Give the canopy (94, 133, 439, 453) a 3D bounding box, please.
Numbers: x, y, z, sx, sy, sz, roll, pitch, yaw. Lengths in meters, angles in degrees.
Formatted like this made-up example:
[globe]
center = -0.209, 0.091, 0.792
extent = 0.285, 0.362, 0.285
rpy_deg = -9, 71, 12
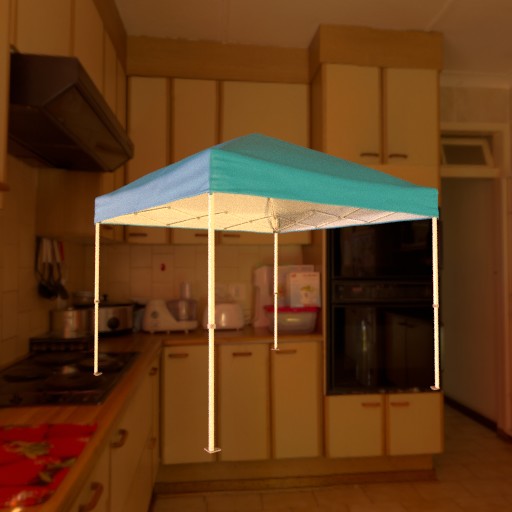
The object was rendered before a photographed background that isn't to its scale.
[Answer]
[canopy]
center = 0.000, 0.000, 5.357
extent = 2.998, 2.997, 2.996
rpy_deg = 1, -2, -36
